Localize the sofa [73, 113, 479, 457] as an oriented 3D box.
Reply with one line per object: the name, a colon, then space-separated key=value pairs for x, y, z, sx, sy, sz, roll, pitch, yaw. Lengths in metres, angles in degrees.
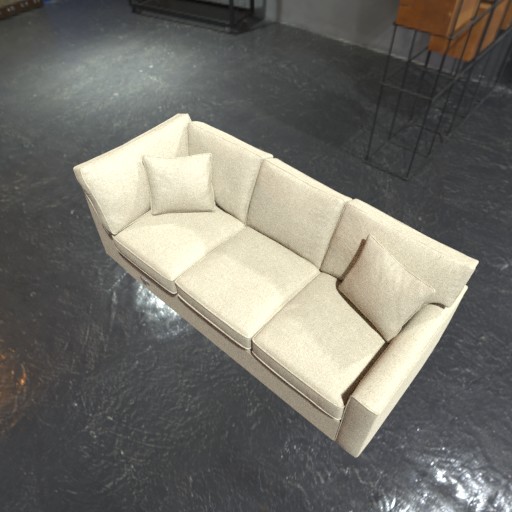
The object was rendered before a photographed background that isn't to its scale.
sofa: x=0.000 y=0.000 z=2.873 sx=2.323 sy=0.948 sz=1.053 roll=33 pitch=55 yaw=27
